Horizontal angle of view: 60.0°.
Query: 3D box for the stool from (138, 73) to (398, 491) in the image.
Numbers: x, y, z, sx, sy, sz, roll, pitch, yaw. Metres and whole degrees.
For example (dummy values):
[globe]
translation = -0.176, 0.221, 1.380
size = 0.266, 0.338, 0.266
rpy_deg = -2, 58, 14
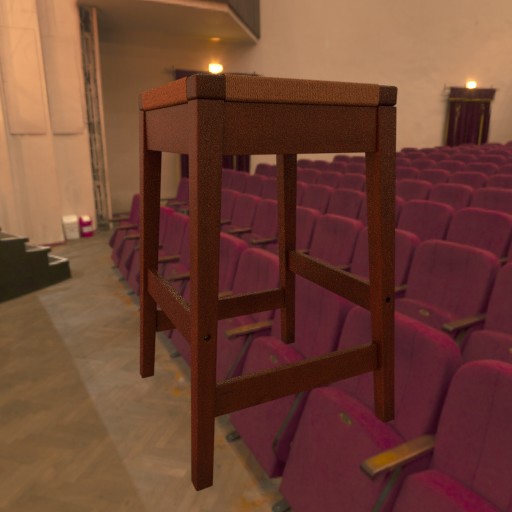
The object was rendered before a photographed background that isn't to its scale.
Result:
[stool]
translation = 0.000, 0.000, 1.080
size = 0.507, 0.762, 0.497
rpy_deg = -8, 17, -26
